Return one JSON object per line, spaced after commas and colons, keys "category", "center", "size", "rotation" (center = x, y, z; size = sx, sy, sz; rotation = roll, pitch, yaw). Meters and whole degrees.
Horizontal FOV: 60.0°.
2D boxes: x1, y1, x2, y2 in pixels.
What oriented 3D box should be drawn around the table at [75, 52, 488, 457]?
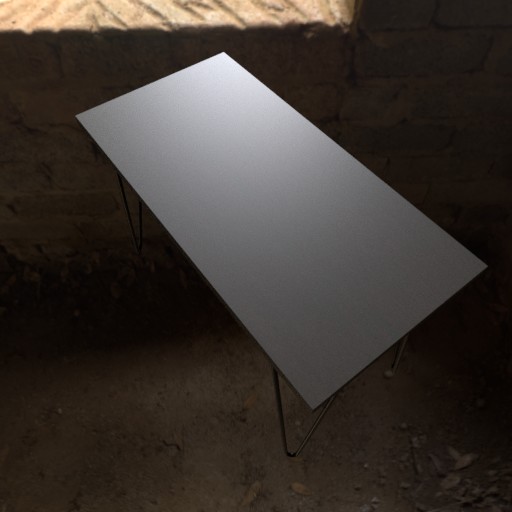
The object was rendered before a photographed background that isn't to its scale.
{"category": "table", "center": [0.000, 0.000, 1.360], "size": [0.499, 0.660, 0.991], "rotation": [-32, 62, -19]}
